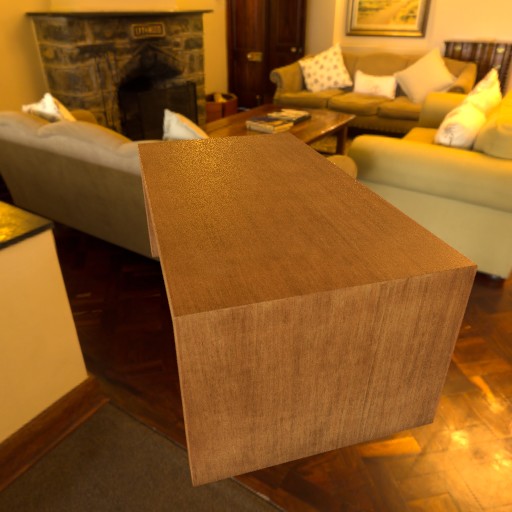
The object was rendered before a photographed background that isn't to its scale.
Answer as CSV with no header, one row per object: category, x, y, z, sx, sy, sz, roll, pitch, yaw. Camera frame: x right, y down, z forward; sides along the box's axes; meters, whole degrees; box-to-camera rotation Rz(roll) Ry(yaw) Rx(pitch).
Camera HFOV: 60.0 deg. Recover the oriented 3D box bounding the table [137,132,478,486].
table,0.000,0.000,1.256,0.549,0.419,1.000,-8,31,-14
